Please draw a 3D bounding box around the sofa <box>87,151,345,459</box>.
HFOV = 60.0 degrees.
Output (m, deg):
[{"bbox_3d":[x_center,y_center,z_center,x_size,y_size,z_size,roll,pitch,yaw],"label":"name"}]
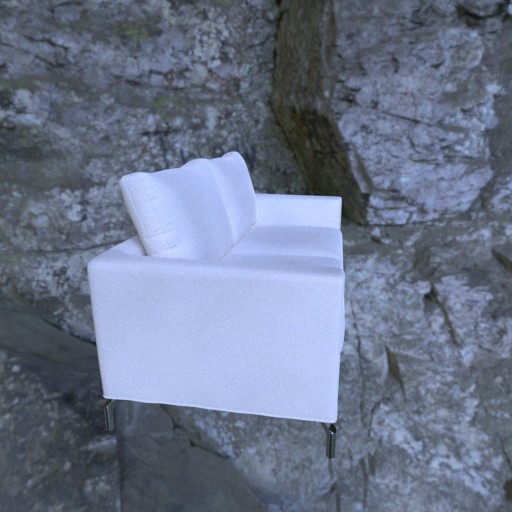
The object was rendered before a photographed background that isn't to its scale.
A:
[{"bbox_3d":[0.000,0.000,2.327,0.906,0.995,1.739,3,16,10],"label":"sofa"}]
